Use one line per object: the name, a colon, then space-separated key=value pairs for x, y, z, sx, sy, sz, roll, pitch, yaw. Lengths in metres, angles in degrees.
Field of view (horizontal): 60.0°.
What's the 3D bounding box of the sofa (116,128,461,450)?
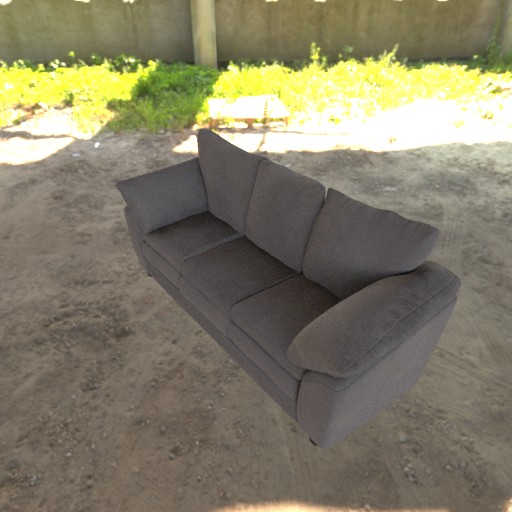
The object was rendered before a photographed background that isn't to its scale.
sofa: x=0.000 y=0.000 z=2.846 sx=0.878 sy=1.073 sz=2.336 roll=-22 pitch=38 yaw=-31
